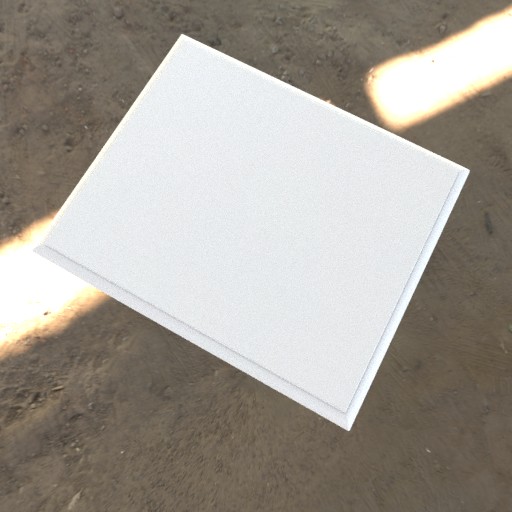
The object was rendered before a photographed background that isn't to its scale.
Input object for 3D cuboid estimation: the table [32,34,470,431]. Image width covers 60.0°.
[{"bbox_3d":[0.000,0.000,0.835,0.460,0.531,0.381,28,78,7],"label":"table"}]
